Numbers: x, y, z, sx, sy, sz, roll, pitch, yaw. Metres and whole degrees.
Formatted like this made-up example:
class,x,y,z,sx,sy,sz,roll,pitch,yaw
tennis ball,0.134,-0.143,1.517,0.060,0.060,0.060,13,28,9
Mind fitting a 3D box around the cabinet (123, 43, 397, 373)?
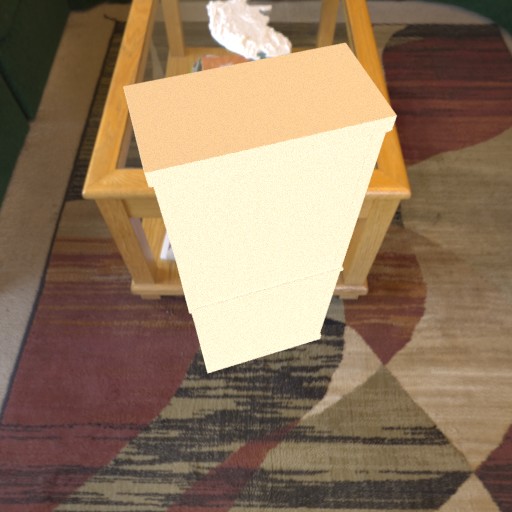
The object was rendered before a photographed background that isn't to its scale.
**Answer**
class,x,y,z,sx,sy,sz,roll,pitch,yaw
cabinet,0.000,0.000,2.131,0.754,1.829,0.390,-15,60,-9
